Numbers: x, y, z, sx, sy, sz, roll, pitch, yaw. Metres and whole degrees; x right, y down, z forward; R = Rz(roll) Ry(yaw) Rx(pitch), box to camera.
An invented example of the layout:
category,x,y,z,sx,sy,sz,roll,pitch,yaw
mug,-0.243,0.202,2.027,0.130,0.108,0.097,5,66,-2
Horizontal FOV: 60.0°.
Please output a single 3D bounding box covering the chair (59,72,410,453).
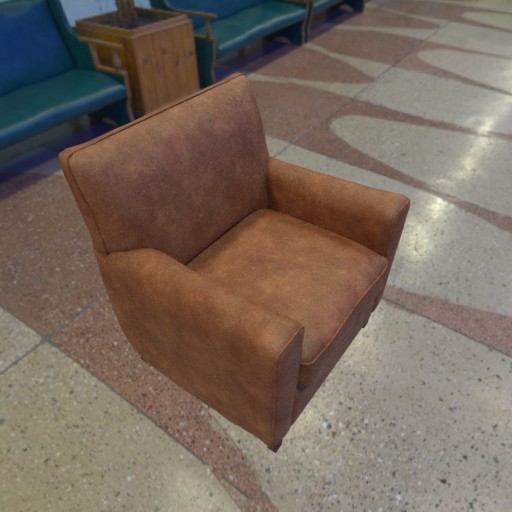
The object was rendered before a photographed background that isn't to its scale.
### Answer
category,x,y,z,sx,sy,sz,roll,pitch,yaw
chair,0.000,0.000,1.609,0.823,0.943,0.870,26,48,26
